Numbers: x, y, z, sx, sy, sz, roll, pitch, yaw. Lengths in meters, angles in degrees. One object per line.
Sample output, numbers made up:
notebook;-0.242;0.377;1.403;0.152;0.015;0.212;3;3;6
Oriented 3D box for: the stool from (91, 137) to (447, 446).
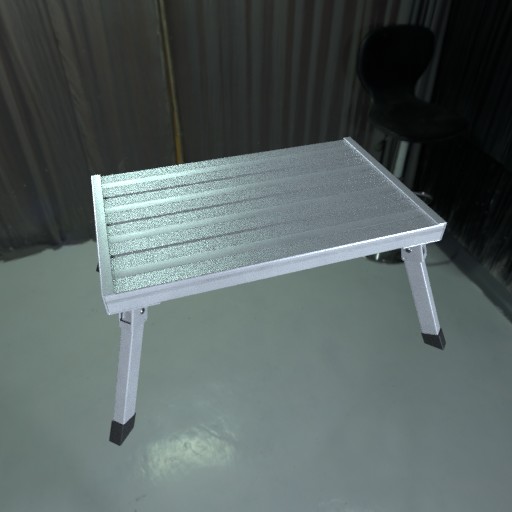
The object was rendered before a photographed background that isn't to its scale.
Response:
stool;0.000;0.000;0.722;0.535;0.225;0.385;-12;41;-14
